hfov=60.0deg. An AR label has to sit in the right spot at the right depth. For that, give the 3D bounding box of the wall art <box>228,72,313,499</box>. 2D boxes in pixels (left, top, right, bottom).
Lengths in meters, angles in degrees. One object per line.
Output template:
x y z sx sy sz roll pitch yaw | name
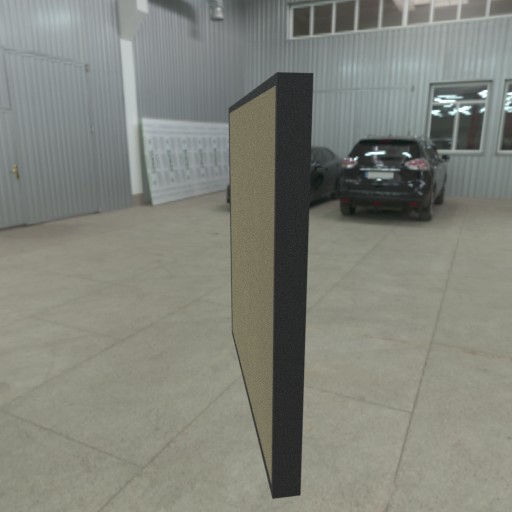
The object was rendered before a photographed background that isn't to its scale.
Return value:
0.000 0.000 0.747 0.037 0.507 0.509 -2 15 -9 | wall art
